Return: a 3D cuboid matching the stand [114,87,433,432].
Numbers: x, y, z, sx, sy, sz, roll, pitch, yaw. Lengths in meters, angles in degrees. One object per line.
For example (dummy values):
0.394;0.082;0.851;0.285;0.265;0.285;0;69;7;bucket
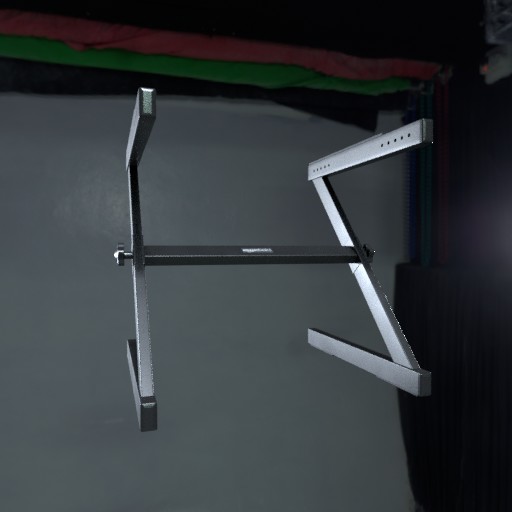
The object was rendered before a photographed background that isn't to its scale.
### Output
0.000;0.000;1.151;0.700;0.617;0.586;0;1;-18;stand
